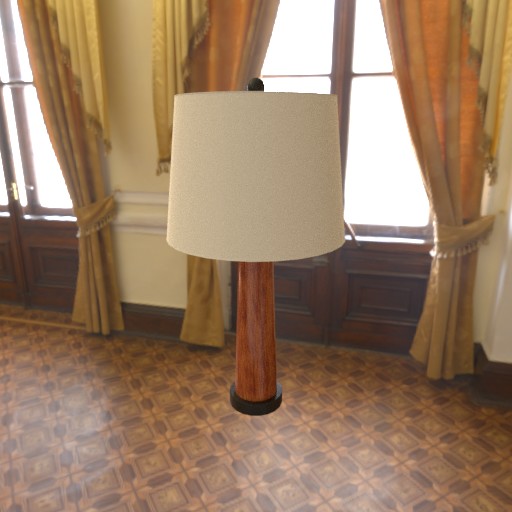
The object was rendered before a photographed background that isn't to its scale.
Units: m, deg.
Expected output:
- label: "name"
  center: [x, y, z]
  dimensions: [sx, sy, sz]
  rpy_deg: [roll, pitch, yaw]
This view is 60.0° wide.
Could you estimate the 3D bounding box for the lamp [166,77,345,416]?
- label: "lamp"
  center: [0.000, 0.000, 0.890]
  dimensions: [0.349, 0.667, 0.349]
  rpy_deg: [0, 17, 0]
